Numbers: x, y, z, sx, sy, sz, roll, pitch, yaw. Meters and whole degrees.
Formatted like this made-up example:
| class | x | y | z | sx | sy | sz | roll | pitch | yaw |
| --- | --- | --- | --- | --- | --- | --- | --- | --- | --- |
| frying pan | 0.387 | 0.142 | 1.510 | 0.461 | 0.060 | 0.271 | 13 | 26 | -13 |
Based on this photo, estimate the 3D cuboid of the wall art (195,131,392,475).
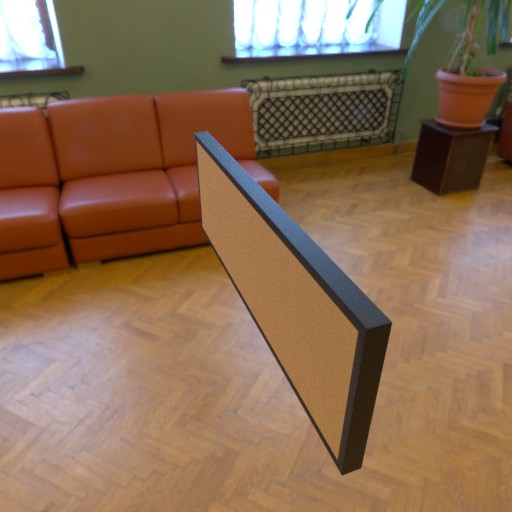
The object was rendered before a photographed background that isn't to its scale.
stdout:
| class | x | y | z | sx | sy | sz | roll | pitch | yaw |
| --- | --- | --- | --- | --- | --- | --- | --- | --- | --- |
| wall art | 0.000 | 0.000 | 0.963 | 0.037 | 0.303 | 0.860 | -11 | 34 | -17 |
